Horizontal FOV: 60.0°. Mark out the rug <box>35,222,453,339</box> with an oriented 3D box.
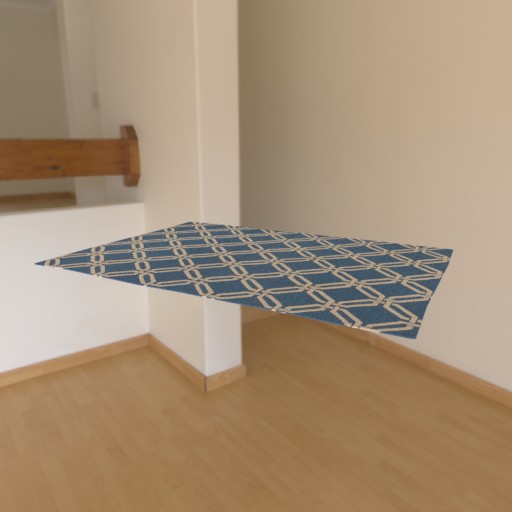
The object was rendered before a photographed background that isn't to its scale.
[{"bbox_3d":[0.000,0.000,2.735,2.135,0.013,1.524,8,17,27],"label":"rug"}]
